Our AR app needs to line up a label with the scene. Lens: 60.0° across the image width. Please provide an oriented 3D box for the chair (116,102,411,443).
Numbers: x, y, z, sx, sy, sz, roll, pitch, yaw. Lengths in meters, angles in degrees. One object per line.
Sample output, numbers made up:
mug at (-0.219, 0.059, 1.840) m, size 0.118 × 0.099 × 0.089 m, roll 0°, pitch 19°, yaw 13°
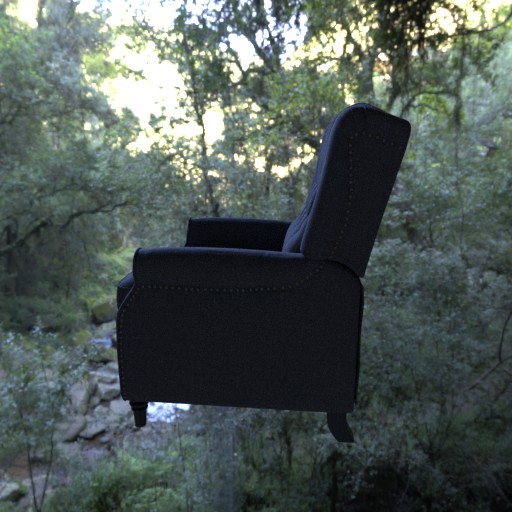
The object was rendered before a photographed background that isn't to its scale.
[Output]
chair at (0.000, 0.000, 1.616) m, size 0.898 × 1.035 × 0.742 m, roll 1°, pitch 13°, yaw 6°
